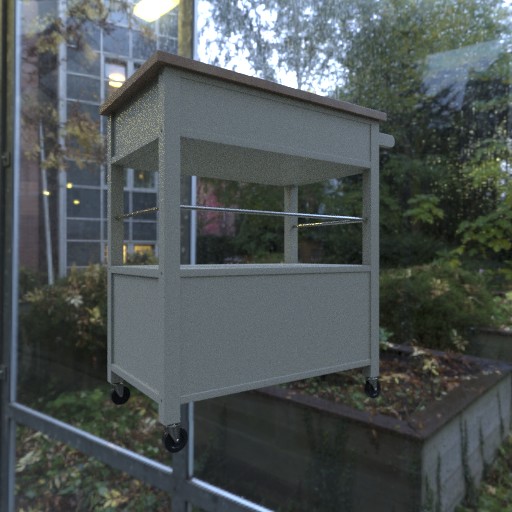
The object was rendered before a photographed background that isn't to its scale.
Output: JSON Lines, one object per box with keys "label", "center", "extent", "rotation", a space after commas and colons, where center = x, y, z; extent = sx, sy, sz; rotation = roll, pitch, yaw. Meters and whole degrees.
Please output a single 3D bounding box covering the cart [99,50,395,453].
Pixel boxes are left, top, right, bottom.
{"label": "cart", "center": [0.000, 0.000, 1.394], "extent": [0.840, 0.901, 0.459], "rotation": [0, 0, -35]}
